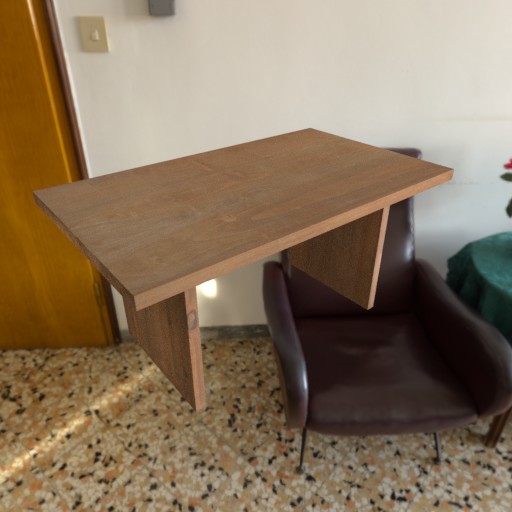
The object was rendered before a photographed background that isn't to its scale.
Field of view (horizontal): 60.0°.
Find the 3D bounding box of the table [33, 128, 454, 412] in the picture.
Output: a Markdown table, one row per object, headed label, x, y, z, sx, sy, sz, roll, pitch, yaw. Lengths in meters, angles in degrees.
| label | x | y | z | sx | sy | sz | roll | pitch | yaw |
| --- | --- | --- | --- | --- | --- | --- | --- | --- | --- |
| table | 0.000 | 0.000 | 2.144 | 1.609 | 0.780 | 0.946 | -22 | 37 | -33 |
